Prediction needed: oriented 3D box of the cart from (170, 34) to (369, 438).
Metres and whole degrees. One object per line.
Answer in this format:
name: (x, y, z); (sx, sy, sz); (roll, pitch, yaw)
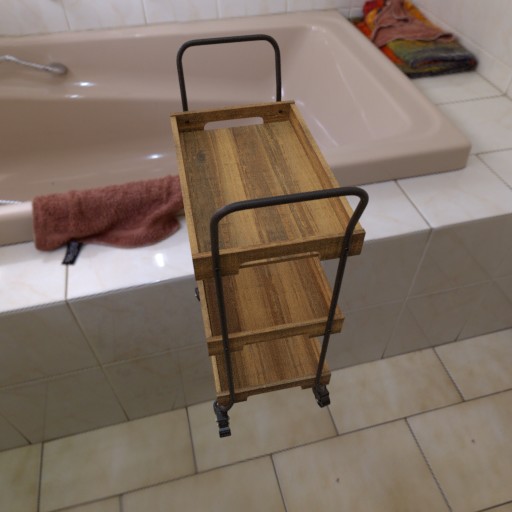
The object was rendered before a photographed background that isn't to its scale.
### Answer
cart: (0.000, 0.000, 1.128); (0.339, 0.857, 0.583); (-9, 48, -8)
